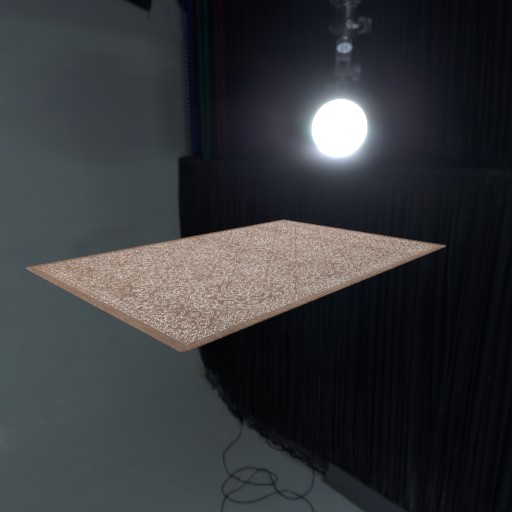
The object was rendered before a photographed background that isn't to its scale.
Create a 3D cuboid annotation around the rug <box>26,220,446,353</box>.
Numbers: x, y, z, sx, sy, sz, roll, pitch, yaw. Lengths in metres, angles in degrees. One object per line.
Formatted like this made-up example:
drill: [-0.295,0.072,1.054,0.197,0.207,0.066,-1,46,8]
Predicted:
rug: [0.000,0.000,2.852,1.524,0.011,2.286,14,20,43]
